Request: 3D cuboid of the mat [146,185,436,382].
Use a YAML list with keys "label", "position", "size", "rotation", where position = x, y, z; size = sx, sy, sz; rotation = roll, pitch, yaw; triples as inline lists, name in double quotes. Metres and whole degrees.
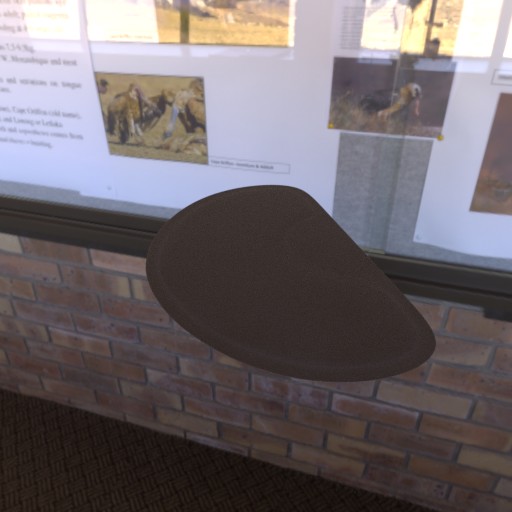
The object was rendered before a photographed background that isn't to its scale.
- label: "mat"
  position: [0.000, 0.000, 1.875]
  size: [0.913, 0.013, 1.524]
  rotation: [-8, 32, -13]
